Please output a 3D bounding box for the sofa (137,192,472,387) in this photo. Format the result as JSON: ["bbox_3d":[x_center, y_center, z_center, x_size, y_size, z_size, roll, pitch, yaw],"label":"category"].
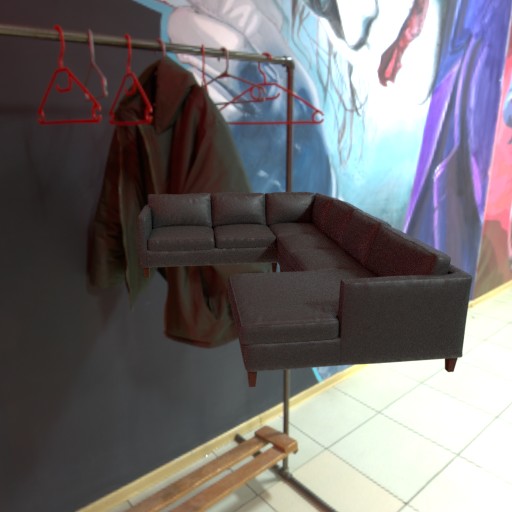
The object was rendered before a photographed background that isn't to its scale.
[{"bbox_3d":[0.000,0.000,4.559,2.593,0.923,3.460,-2,16,-7],"label":"sofa"}]
